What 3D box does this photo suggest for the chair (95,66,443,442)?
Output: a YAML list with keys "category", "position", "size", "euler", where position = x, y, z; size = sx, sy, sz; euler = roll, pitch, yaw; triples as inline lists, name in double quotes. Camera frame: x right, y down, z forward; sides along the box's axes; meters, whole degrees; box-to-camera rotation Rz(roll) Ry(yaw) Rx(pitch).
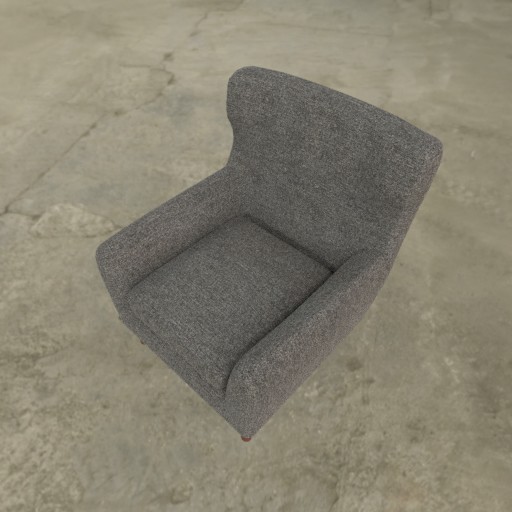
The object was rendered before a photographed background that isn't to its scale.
- category: "chair"
  position: [0.000, 0.000, 1.743]
  size: [0.889, 1.039, 0.940]
  euler: [34, 55, 28]
